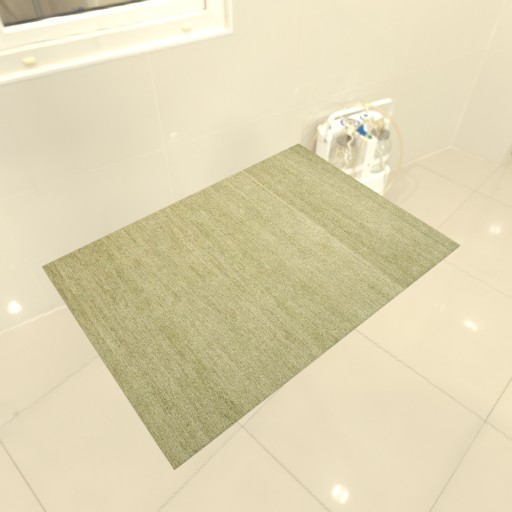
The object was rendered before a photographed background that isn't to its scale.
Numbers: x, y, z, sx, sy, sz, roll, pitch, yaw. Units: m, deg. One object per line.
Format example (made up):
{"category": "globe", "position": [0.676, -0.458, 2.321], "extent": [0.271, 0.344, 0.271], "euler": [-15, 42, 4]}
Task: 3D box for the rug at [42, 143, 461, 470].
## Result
{"category": "rug", "position": [0.000, 0.000, 2.932], "extent": [2.270, 0.017, 1.606], "euler": [-31, 54, -26]}
